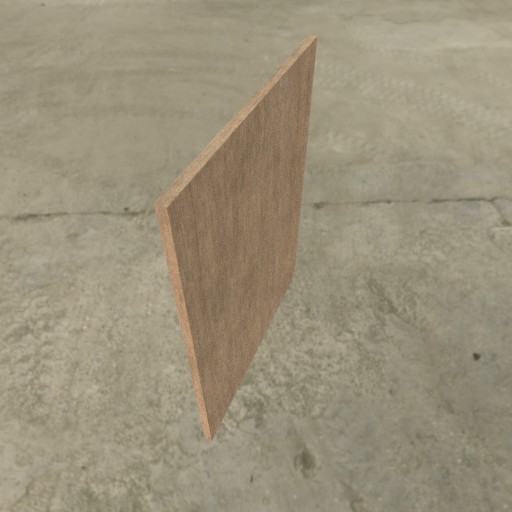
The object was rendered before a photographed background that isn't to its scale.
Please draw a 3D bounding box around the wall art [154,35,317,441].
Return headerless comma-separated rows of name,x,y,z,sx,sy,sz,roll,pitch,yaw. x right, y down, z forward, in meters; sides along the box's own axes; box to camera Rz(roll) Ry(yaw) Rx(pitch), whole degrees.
wall art,0.000,0.000,0.912,0.018,0.686,0.534,18,49,16
